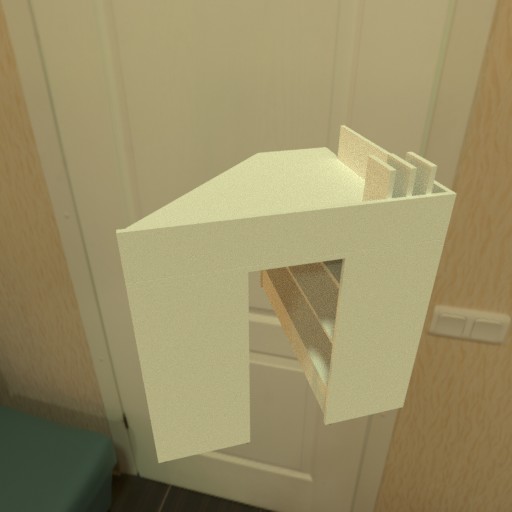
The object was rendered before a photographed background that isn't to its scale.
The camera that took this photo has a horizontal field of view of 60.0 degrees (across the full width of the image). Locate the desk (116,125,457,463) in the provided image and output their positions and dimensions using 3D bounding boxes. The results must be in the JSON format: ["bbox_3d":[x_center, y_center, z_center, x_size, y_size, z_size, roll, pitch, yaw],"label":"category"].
[{"bbox_3d":[0.000,0.000,1.766,0.940,0.986,0.940,-8,32,-13],"label":"desk"}]
